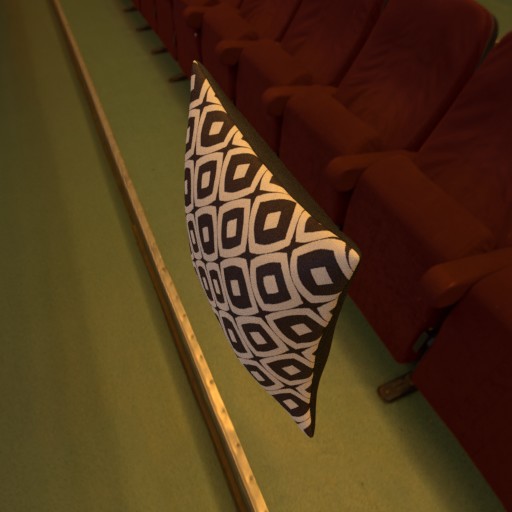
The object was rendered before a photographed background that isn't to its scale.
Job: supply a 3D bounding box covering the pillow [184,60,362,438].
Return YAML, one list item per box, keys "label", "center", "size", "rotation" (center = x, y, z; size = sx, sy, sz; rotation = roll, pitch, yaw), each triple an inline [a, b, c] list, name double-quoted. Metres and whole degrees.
- label: "pillow"
  center: [0.000, 0.000, 0.780]
  size: [0.188, 0.494, 0.504]
  rotation: [-19, 50, -16]
